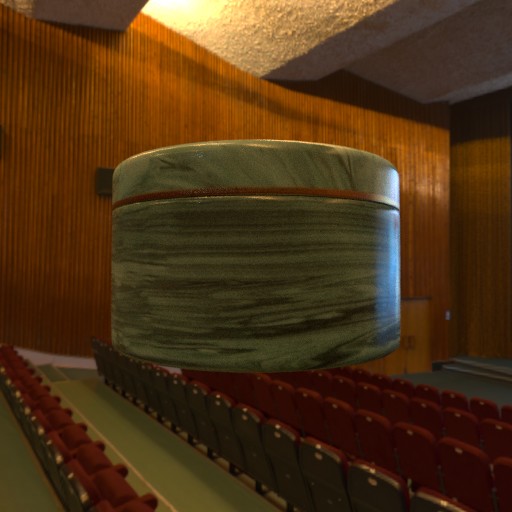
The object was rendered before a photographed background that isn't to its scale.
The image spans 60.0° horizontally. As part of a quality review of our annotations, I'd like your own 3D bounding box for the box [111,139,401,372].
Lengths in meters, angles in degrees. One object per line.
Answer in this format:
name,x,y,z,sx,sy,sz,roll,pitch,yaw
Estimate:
box,0.000,0.000,0.164,0.101,0.063,0.101,0,-1,0
